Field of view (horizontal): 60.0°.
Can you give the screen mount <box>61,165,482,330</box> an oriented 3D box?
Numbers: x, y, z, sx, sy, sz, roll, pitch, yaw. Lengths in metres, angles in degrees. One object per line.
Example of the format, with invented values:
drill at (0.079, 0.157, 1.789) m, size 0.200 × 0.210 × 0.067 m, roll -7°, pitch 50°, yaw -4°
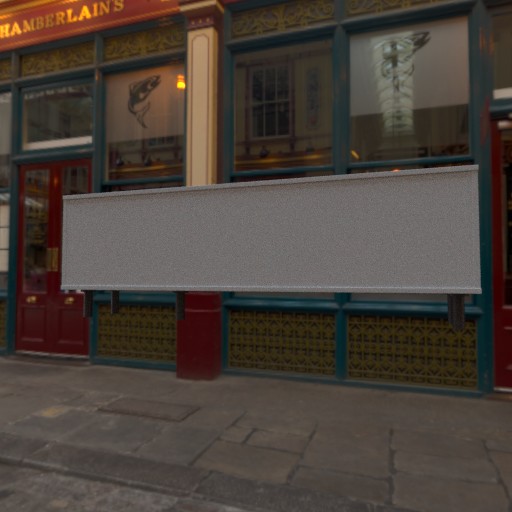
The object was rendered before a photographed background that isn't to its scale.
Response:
screen mount at (0.000, 0.000, 1.817) m, size 1.600 × 0.520 × 0.418 m, roll -1°, pitch -3°, yaw 19°
